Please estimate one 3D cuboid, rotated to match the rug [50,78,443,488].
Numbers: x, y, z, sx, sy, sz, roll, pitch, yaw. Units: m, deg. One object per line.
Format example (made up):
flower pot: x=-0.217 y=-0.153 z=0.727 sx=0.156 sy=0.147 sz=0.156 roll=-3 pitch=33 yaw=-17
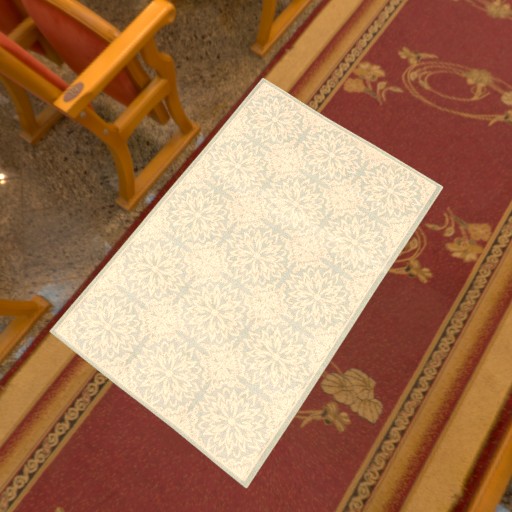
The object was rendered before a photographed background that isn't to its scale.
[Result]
rug: x=0.000 y=0.000 z=2.323 sx=1.219 sy=0.012 sz=1.840 roll=35 pitch=77 yaw=9
